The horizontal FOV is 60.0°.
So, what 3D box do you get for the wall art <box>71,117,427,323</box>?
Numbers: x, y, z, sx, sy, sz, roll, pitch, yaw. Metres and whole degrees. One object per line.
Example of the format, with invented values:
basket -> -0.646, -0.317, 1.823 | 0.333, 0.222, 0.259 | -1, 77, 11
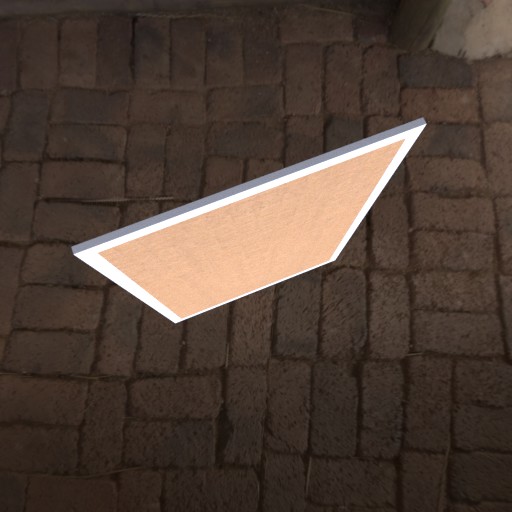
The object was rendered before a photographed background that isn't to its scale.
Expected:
wall art -> 0.000, 0.000, 1.238 | 0.660, 0.965, 0.015 | -21, 76, -6
